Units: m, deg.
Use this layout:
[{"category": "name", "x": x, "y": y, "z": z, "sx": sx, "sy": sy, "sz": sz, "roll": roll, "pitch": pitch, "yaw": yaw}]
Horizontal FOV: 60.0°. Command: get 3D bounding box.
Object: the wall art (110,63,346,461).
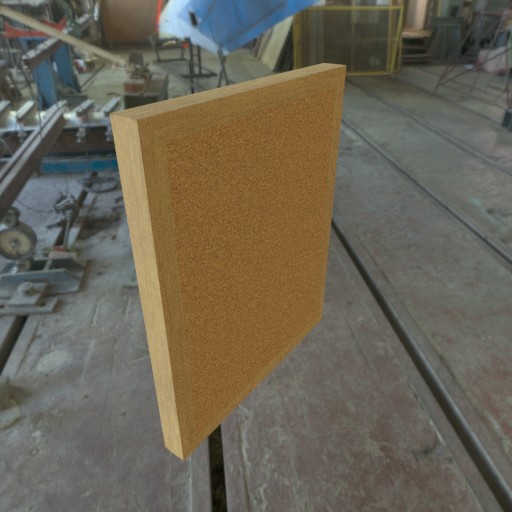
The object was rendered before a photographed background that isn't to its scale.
[{"category": "wall art", "x": 0.000, "y": 0.000, "z": 0.516, "sx": 0.030, "sy": 0.380, "sz": 0.312, "roll": 21, "pitch": 37, "yaw": 31}]
